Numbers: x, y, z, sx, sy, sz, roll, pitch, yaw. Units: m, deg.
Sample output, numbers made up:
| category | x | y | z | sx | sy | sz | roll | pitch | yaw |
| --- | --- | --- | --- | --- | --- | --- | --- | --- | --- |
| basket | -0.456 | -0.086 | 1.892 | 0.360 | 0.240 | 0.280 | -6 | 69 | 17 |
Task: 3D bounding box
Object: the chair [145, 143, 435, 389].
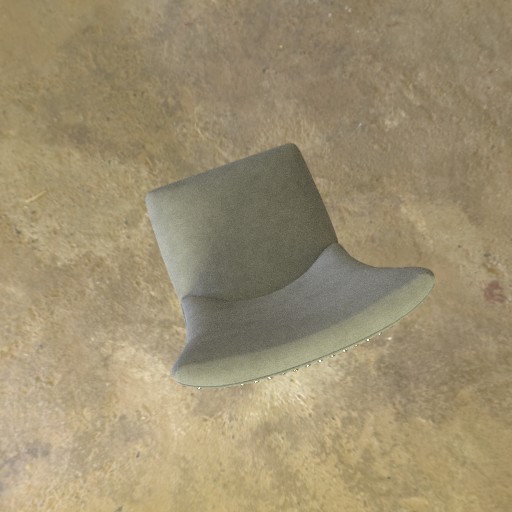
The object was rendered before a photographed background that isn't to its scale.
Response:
| category | x | y | z | sx | sy | sz | roll | pitch | yaw |
| --- | --- | --- | --- | --- | --- | --- | --- | --- | --- |
| chair | 0.000 | 0.000 | 1.217 | 0.495 | 0.902 | 0.610 | -20 | 77 | -5 |
